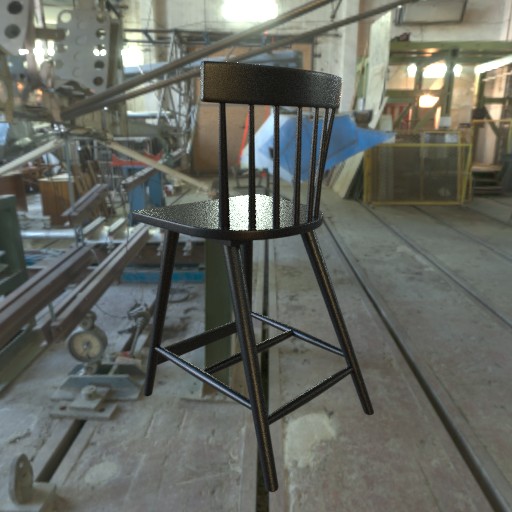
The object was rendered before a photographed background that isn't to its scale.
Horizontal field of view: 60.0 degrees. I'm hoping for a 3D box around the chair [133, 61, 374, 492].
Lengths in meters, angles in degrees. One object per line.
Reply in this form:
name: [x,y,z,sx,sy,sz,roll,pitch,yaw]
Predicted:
chair: [0.000,0.000,1.244,0.483,0.952,0.572,-15,22,-42]
